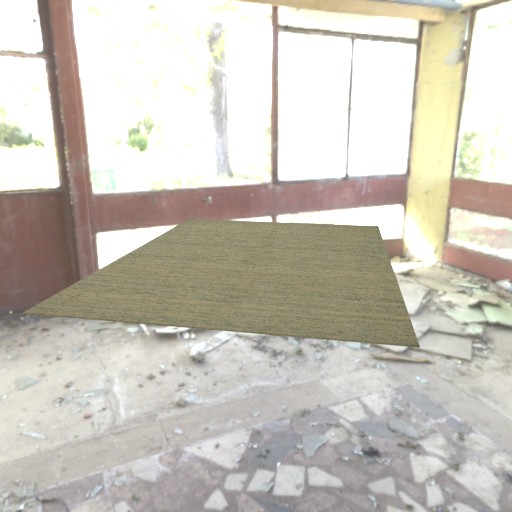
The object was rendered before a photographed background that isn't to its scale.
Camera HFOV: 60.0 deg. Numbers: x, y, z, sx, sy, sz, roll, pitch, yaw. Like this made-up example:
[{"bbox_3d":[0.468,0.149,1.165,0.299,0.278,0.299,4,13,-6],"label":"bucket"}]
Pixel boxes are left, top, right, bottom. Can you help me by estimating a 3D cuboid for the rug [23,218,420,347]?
[{"bbox_3d":[0.000,0.000,4.141,2.437,0.014,3.201,3,16,11],"label":"rug"}]
